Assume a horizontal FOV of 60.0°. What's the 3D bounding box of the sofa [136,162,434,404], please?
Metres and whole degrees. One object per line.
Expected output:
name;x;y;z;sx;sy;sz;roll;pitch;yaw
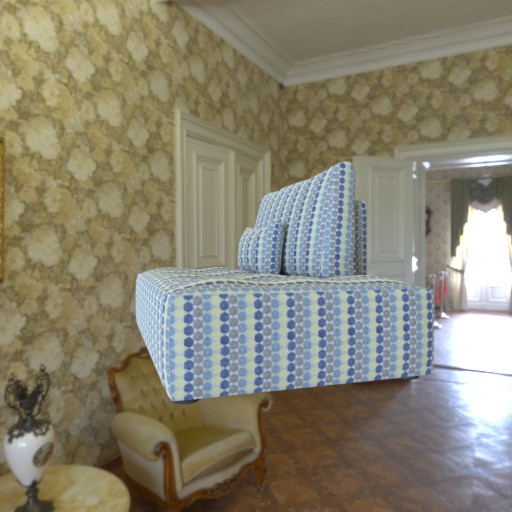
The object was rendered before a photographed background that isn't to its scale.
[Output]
sofa;0.000;0.000;2.041;1.000;0.820;1.450;0;0;-18
